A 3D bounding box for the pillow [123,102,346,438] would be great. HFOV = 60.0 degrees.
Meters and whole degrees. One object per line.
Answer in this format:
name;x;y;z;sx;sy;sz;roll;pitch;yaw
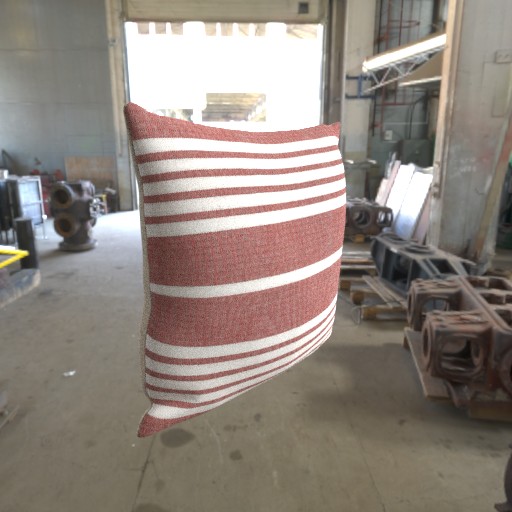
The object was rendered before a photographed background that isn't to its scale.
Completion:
pillow;0.000;0.000;0.687;0.182;0.427;0.439;13;19;42
